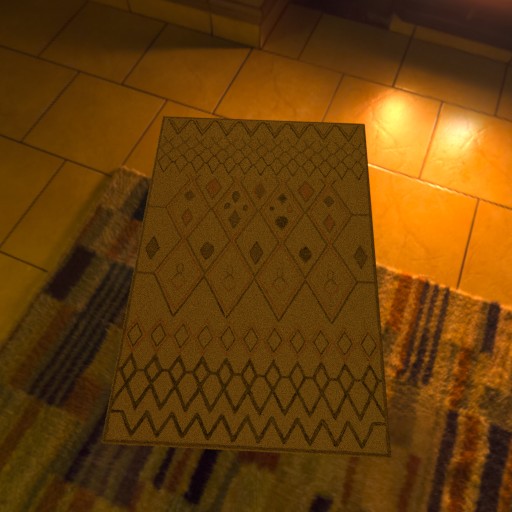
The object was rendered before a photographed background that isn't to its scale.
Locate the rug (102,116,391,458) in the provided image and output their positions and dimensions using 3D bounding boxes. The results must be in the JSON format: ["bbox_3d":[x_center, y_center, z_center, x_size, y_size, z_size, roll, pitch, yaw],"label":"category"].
[{"bbox_3d":[0.000,0.000,2.267,1.219,0.016,1.829,2,64,1],"label":"rug"}]
